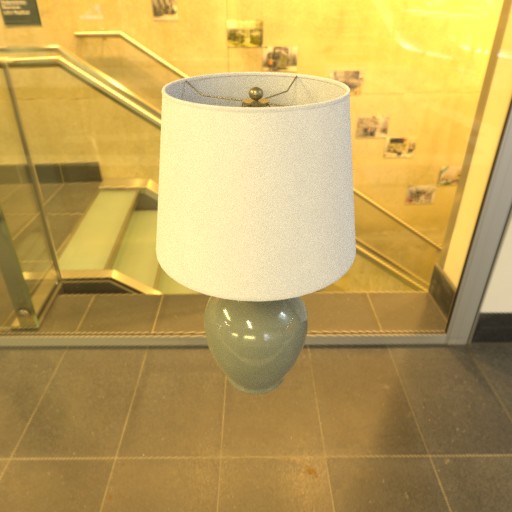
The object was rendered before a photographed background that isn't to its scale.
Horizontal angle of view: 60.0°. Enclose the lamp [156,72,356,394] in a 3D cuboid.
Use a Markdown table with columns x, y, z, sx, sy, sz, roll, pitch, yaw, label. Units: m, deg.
| x | y | z | sx | sy | sz | roll | pitch | yaw | label |
| --- | --- | --- | --- | --- | --- | --- | --- | --- | --- |
| 0.000 | 0.000 | 0.551 | 0.239 | 0.399 | 0.239 | 0 | 31 | 0 | lamp |
